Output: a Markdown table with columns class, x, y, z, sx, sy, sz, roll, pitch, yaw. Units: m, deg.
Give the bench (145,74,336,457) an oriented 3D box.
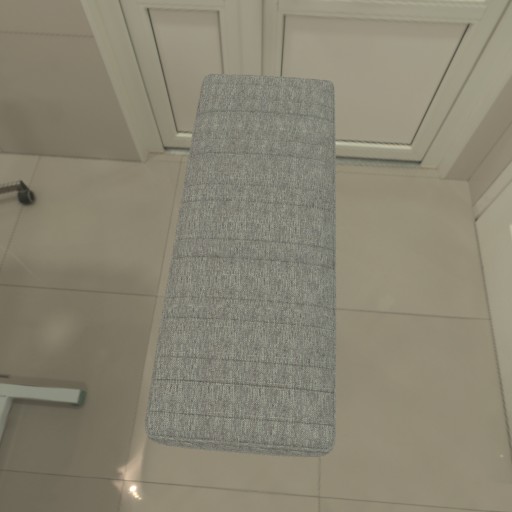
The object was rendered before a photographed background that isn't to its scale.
| class | x | y | z | sx | sy | sz | roll | pitch | yaw |
| --- | --- | --- | --- | --- | --- | --- | --- | --- | --- |
| bench | 0.000 | 0.000 | 1.348 | 0.429 | 0.470 | 1.100 | 4 | 65 | 2 |
